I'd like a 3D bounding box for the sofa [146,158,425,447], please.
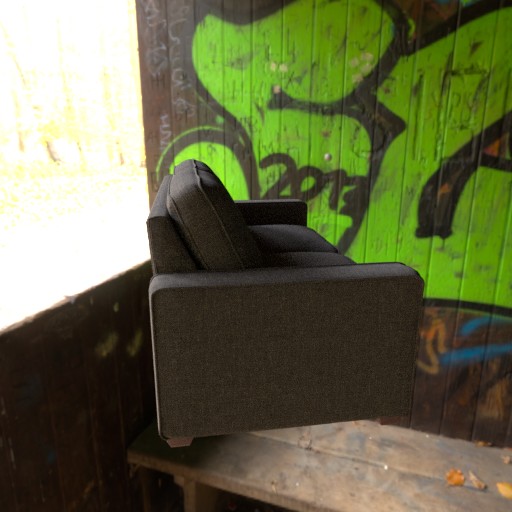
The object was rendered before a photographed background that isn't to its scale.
[{"bbox_3d":[0.000,0.000,2.269,0.947,0.918,1.709,-2,16,-8],"label":"sofa"}]
